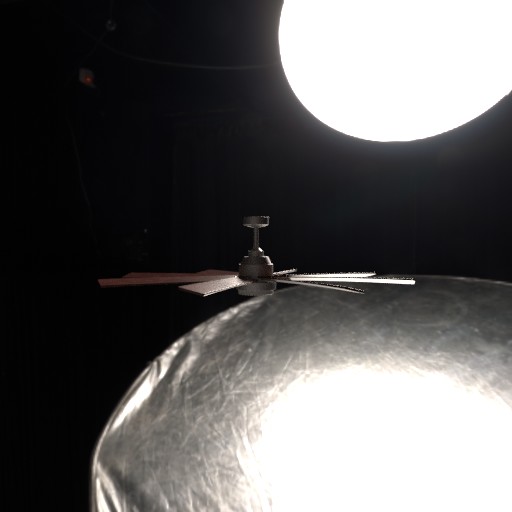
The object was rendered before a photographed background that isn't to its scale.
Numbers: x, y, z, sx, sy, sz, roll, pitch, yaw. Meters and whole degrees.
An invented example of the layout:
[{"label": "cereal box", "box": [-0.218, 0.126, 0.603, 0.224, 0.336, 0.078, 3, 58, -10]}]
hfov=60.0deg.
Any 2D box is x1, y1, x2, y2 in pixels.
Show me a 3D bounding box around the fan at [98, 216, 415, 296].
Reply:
[{"label": "fan", "box": [0.000, 0.000, 2.711, 1.830, 0.472, 1.830, 0, 1, 17]}]
